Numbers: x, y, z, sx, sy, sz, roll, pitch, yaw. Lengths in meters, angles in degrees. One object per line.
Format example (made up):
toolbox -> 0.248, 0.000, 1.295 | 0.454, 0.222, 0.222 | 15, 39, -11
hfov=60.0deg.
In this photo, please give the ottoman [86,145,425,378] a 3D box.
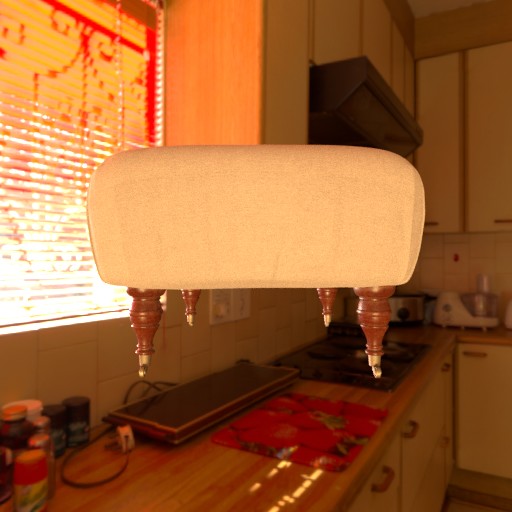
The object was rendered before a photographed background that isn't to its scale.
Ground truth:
ottoman -> 0.000, 0.000, 1.116 | 0.622, 0.450, 0.746 | 0, 0, 0
